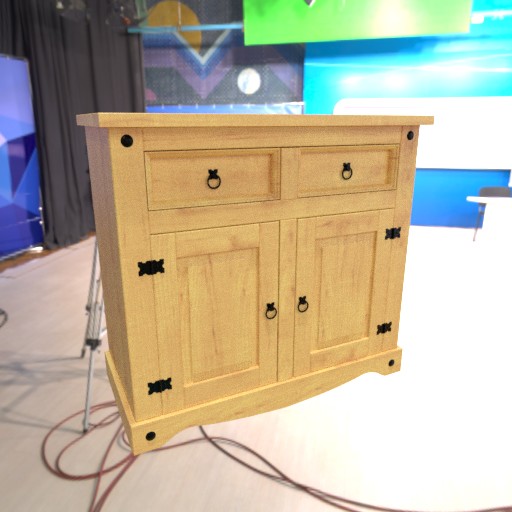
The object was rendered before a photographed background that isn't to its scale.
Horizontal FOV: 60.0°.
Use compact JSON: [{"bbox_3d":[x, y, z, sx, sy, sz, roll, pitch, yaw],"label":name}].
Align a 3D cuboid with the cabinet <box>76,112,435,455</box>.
[{"bbox_3d":[0.000,0.000,1.387,0.920,0.840,0.450,-8,19,-25],"label":"cabinet"}]
